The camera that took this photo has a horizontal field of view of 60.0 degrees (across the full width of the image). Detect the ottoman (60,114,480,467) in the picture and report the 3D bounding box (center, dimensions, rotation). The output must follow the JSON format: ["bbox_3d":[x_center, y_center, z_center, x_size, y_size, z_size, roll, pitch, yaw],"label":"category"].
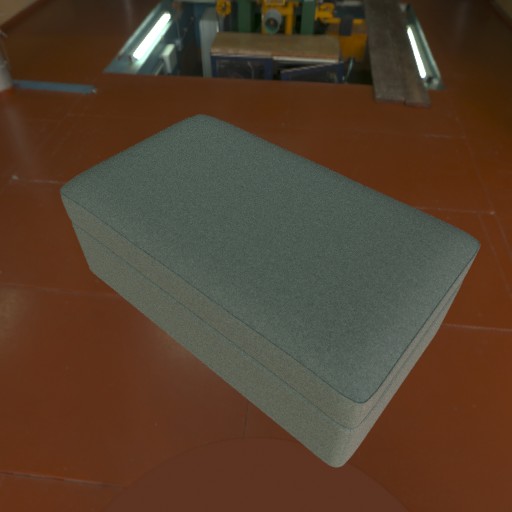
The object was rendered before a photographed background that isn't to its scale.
[{"bbox_3d":[0.000,0.000,1.503,1.173,0.494,0.681,32,54,27],"label":"ottoman"}]
